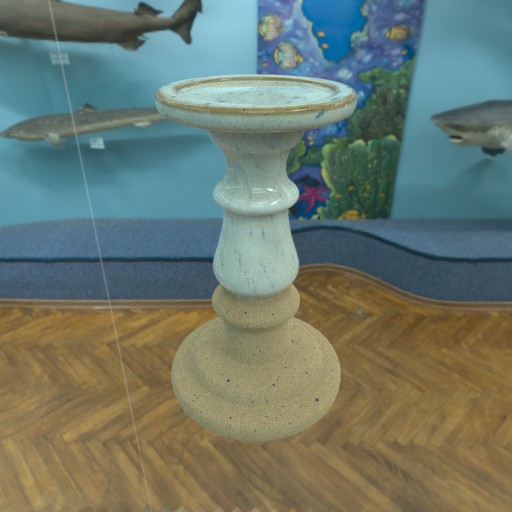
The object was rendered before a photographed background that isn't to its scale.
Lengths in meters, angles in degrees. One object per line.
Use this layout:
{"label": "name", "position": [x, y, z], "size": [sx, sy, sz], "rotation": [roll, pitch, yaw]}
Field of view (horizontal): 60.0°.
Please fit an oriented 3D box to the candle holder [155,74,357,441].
{"label": "candle holder", "position": [0.000, 0.000, 0.280], "size": [0.123, 0.202, 0.123], "rotation": [0, 30, 0]}
